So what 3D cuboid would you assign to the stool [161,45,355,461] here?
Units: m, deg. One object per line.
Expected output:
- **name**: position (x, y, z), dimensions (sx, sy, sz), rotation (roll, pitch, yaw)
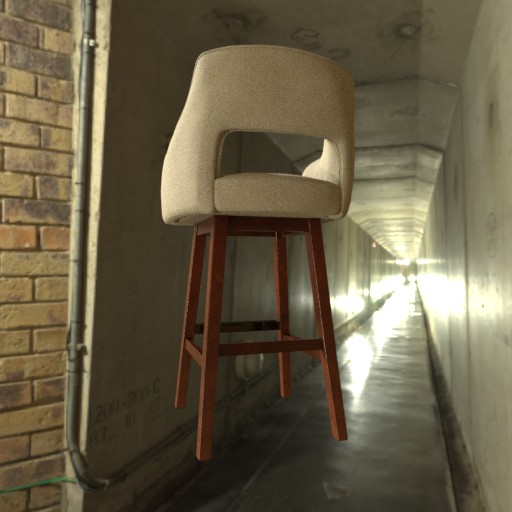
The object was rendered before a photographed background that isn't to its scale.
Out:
- **stool**: position (0.000, 0.000, 1.360), dimensions (0.550, 1.041, 0.560), rotation (0, -1, -18)
